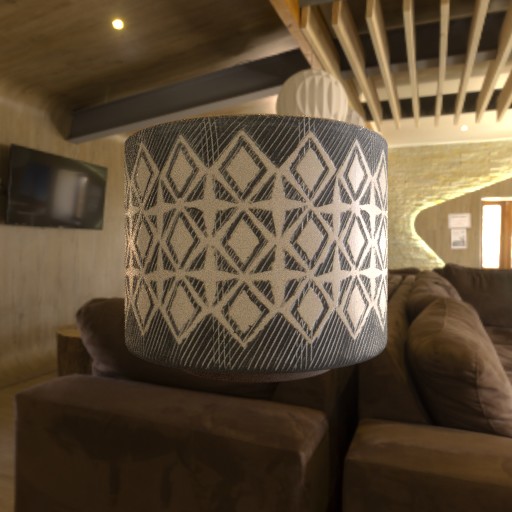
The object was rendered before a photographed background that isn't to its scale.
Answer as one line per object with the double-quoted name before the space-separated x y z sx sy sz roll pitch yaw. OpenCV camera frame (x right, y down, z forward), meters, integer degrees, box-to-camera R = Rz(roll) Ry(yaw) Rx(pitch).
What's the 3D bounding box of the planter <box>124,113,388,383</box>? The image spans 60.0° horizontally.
"planter" 0.000 0.000 0.223 0.126 0.104 0.126 0 1 0
